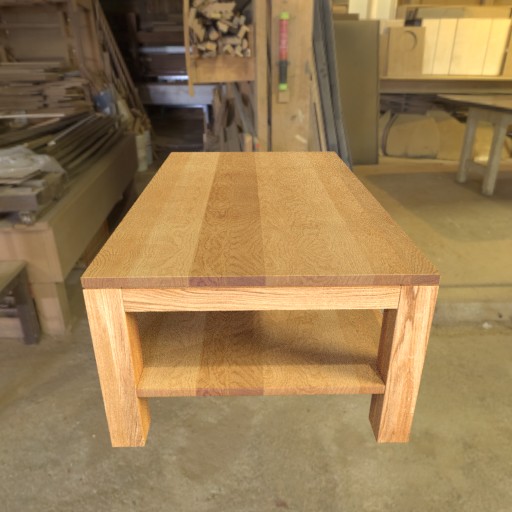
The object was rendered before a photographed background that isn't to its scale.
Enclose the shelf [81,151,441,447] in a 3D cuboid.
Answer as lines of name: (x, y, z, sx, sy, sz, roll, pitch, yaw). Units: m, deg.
shelf: (0.000, 0.000, 1.474, 0.700, 0.450, 1.150, -1, 25, -1)
